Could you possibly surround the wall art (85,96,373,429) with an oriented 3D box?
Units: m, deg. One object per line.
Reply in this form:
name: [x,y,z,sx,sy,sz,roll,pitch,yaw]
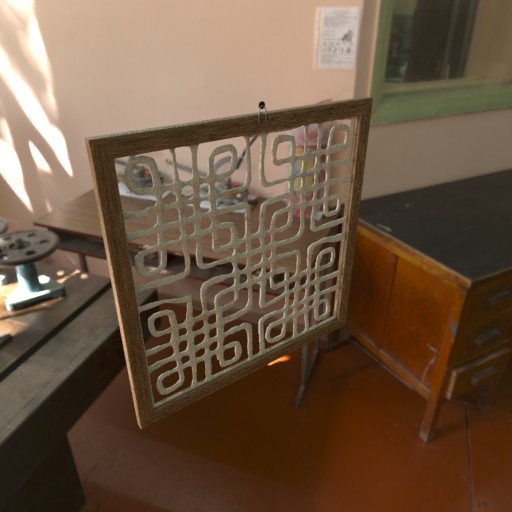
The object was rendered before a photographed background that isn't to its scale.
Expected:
wall art: [0.000,0.000,0.868,0.561,0.582,0.021,-19,34,-31]
